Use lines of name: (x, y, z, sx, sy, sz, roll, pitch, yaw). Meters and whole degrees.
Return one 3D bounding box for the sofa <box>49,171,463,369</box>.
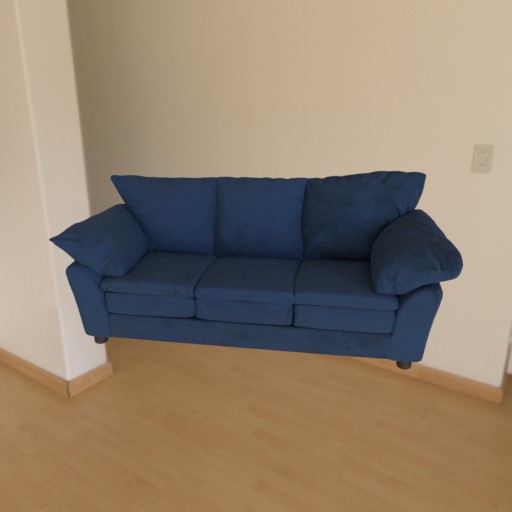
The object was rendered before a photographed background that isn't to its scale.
sofa: (0.000, 0.000, 2.937, 2.390, 1.091, 0.907, 3, 17, 9)
